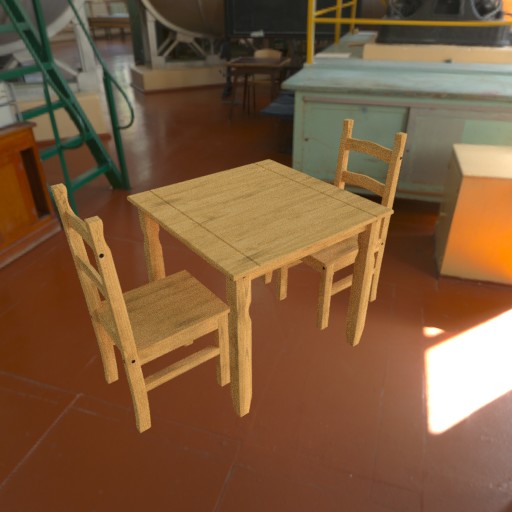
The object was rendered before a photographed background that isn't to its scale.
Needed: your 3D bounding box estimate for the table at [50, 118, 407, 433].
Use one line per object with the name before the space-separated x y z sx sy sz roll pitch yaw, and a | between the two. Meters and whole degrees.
table | 0.000 0.000 2.030 1.501 0.942 0.813 -22 37 -32
